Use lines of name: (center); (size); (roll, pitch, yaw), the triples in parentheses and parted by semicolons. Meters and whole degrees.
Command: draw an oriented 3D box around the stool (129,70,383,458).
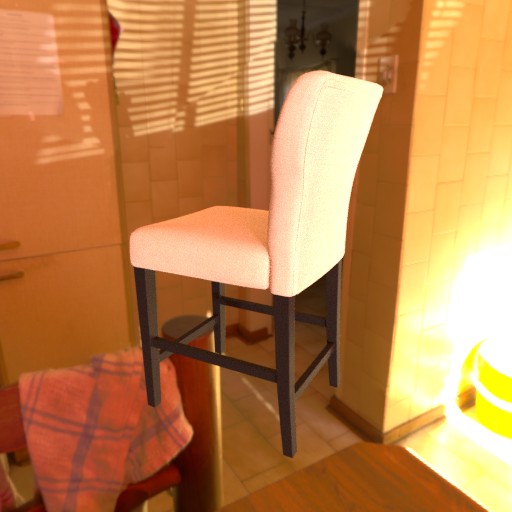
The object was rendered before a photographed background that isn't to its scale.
stool: (0.000, 0.000, 1.328); (0.603, 0.972, 0.514); (9, 19, 27)
